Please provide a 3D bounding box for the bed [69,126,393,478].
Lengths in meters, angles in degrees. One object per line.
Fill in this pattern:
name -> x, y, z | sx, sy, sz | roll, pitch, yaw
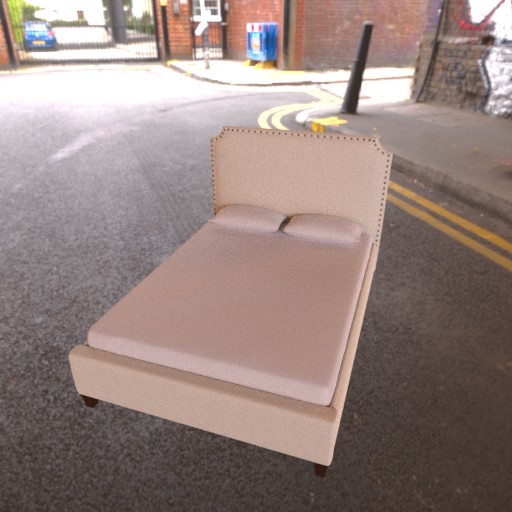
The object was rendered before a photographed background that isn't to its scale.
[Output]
bed -> 0.000, 0.000, 3.391 | 1.712, 1.443, 2.372 | 9, 29, 17
